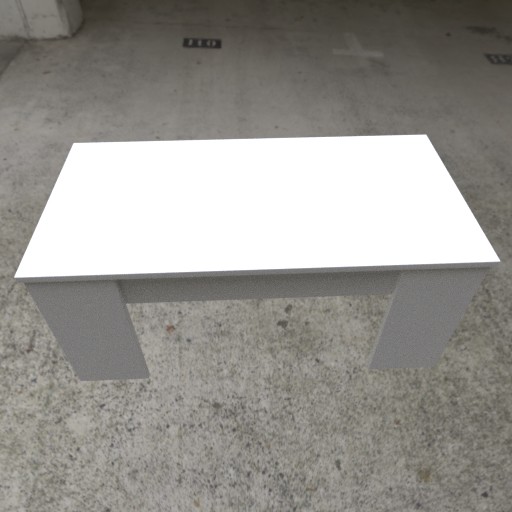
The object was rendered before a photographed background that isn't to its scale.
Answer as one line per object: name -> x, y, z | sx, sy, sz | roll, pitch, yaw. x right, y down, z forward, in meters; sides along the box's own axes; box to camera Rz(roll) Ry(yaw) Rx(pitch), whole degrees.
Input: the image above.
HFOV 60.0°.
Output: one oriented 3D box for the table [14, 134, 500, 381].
table -> 0.000, 0.000, 1.240 | 1.000, 0.440, 0.500 | -2, 46, -2
